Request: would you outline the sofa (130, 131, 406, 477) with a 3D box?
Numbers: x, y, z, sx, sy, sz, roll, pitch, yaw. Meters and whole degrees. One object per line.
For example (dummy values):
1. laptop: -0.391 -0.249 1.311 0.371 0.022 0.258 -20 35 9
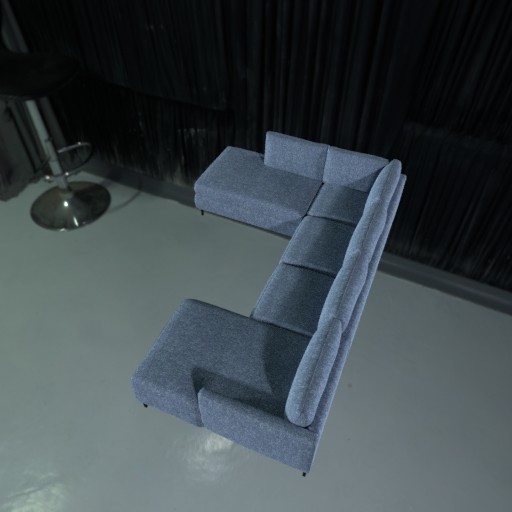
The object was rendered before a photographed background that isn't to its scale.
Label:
1. sofa: 0.000 0.000 3.626 1.879 0.756 2.737 18 49 16
